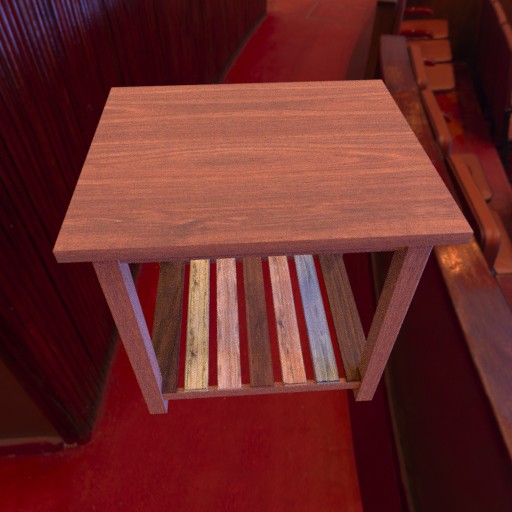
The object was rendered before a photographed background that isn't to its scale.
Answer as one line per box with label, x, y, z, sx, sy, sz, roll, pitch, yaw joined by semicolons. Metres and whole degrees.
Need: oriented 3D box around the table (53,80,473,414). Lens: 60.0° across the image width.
table;0.000;0.000;1.115;0.660;0.635;0.559;-3;46;-3
